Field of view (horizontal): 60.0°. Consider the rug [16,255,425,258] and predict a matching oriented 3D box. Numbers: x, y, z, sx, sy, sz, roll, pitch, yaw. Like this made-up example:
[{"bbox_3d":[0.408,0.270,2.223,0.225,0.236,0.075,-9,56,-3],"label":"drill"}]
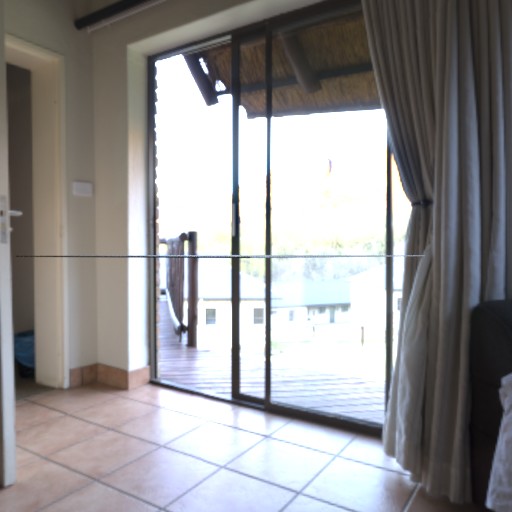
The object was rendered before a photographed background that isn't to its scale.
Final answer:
[{"bbox_3d":[0.000,0.000,2.281,1.229,0.005,1.827,0,0,35],"label":"rug"}]
